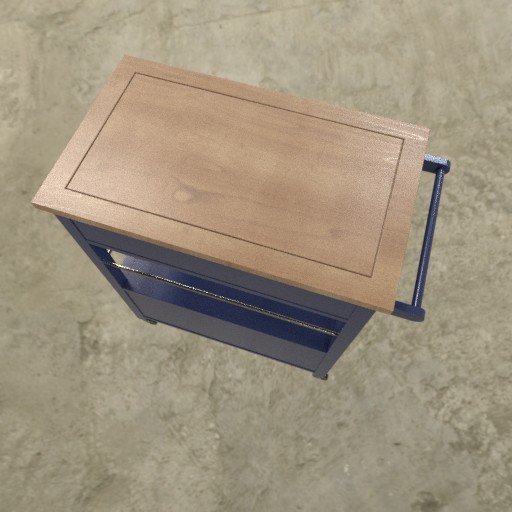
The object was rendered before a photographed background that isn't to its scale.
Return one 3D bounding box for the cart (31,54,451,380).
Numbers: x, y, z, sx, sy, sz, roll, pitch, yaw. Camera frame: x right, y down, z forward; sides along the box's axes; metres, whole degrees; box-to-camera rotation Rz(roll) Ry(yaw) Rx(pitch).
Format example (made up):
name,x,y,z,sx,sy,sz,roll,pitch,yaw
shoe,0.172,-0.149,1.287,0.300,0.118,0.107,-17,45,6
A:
name,x,y,z,sx,sy,sz,roll,pitch,yaw
cart,0.000,0.000,1.369,0.840,0.901,0.459,16,66,8
